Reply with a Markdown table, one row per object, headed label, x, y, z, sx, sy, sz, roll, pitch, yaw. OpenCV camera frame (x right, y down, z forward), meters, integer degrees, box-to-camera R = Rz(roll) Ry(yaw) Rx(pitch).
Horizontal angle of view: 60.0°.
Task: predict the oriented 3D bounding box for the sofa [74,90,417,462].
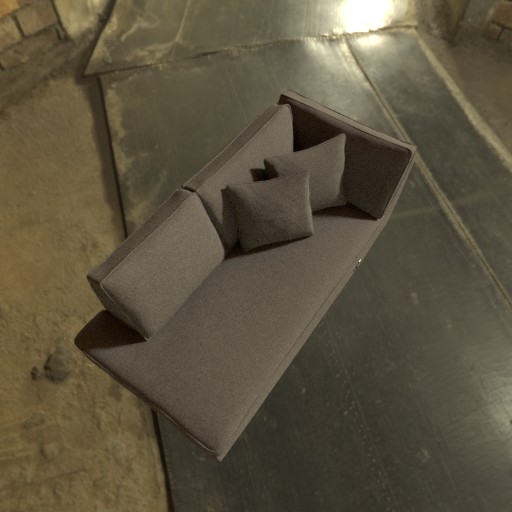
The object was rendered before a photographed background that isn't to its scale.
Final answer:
| label | x | y | z | sx | sy | sz | roll | pitch | yaw |
| --- | --- | --- | --- | --- | --- | --- | --- | --- | --- |
| sofa | 0.000 | 0.000 | 2.901 | 1.110 | 1.033 | 2.237 | 32 | 64 | 18 |
